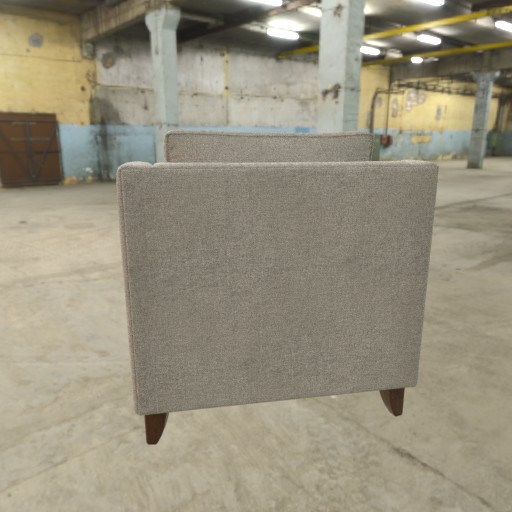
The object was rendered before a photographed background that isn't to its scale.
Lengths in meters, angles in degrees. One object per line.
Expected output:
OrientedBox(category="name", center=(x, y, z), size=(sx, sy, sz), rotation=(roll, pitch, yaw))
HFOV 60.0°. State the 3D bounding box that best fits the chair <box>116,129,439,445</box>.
OrientedBox(category="chair", center=(0.000, 0.000, 1.606), size=(0.838, 0.864, 0.918), rotation=(-3, 14, -10))
